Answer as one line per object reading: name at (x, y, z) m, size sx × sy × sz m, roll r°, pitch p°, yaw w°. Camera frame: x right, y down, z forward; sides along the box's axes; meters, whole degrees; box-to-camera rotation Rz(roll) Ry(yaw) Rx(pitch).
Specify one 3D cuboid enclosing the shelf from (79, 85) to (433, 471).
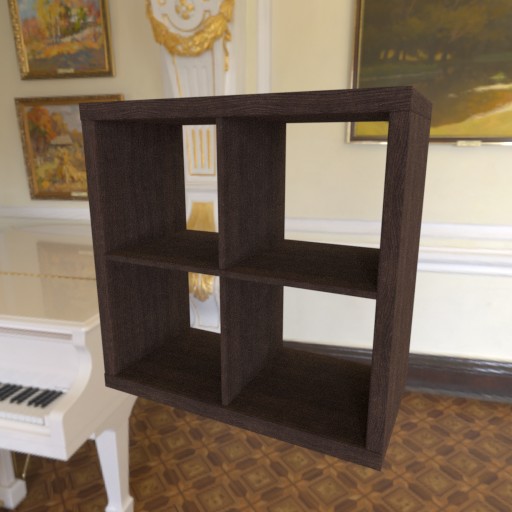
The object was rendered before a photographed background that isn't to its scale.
shelf at (0.000, 0.000, 1.201) m, size 0.790 × 0.786 × 0.390 m, roll 7°, pitch 16°, yaw 25°
